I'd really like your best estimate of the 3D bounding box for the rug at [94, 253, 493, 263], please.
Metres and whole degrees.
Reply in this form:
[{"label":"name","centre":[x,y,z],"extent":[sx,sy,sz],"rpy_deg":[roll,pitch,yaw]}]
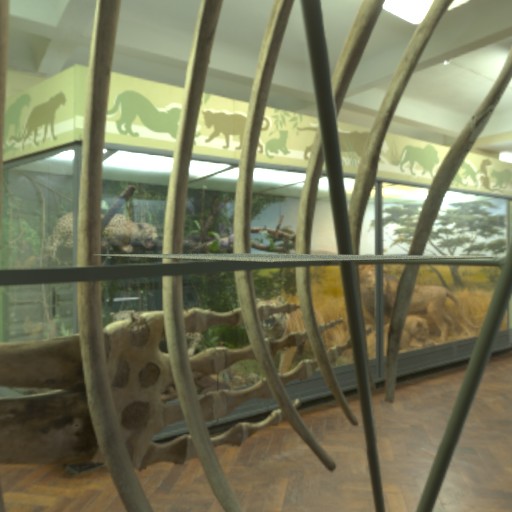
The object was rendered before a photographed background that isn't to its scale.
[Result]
[{"label":"rug","centre":[0.000,0.000,3.051],"extent":[1.541,0.008,2.448],"rpy_deg":[-1,1,-35]}]
